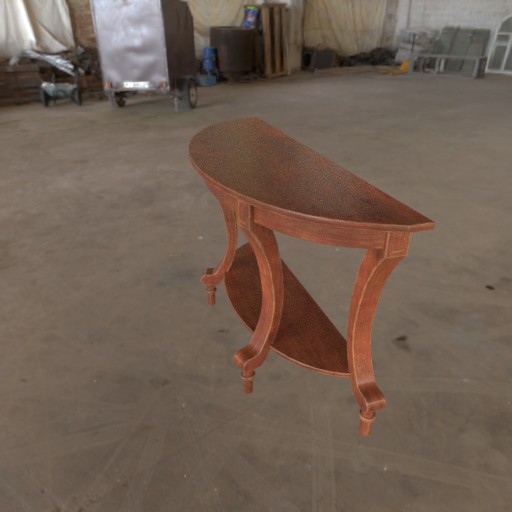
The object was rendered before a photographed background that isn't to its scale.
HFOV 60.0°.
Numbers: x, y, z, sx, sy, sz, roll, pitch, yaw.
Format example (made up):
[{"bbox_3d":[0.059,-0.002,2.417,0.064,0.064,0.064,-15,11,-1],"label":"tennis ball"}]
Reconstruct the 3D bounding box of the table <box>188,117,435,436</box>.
[{"bbox_3d":[0.000,0.000,1.531,0.394,0.699,1.198,-9,29,-16],"label":"table"}]
